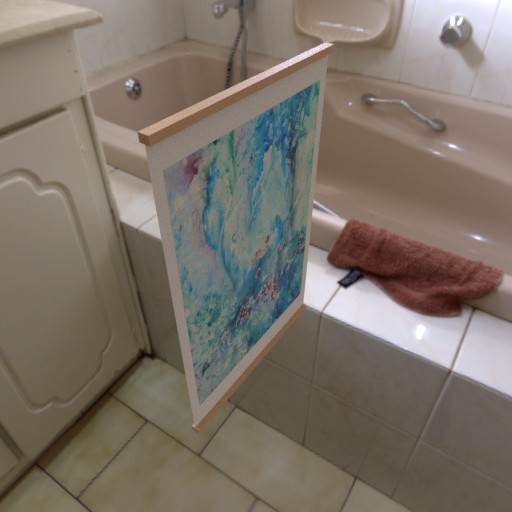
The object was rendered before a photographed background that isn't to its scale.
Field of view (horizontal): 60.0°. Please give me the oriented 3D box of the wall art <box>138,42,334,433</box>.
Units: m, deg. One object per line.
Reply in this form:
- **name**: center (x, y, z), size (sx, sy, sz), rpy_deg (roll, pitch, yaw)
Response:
- **wall art**: center (0.000, 0.000, 0.651), size (0.013, 0.510, 0.335), rpy_deg (25, 46, 26)
